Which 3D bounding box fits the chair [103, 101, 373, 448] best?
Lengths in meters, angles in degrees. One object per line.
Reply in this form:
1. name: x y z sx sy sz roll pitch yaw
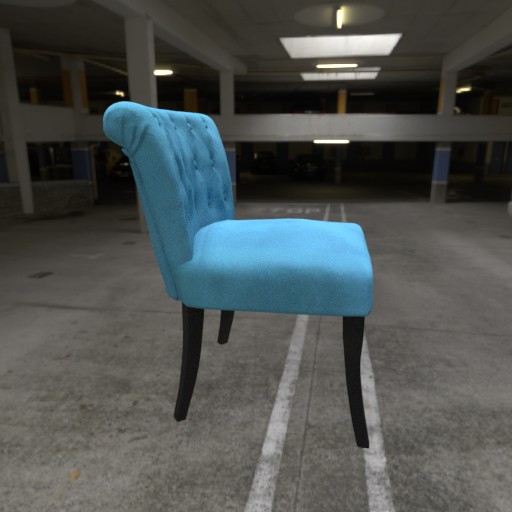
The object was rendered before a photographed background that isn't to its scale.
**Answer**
1. chair: 0.000 0.000 1.181 0.605 0.750 0.582 3 15 10
